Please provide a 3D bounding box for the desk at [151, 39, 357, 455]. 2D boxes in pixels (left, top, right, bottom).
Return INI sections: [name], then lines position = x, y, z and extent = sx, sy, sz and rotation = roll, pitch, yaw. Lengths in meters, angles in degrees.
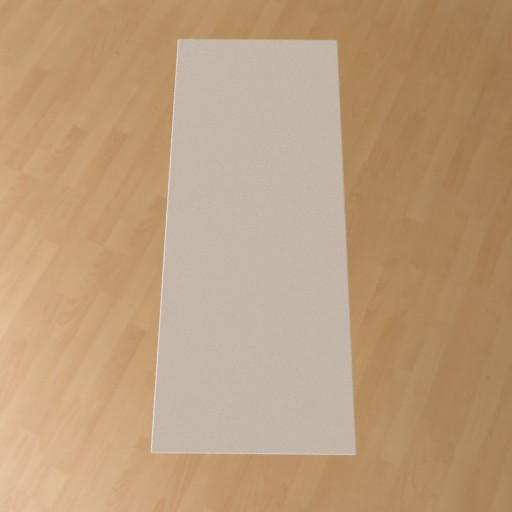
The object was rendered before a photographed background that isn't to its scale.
[desk]
position = 0.000, 0.000, 1.623
extent = 0.508, 0.775, 1.220
rotation = 1, 75, 0
